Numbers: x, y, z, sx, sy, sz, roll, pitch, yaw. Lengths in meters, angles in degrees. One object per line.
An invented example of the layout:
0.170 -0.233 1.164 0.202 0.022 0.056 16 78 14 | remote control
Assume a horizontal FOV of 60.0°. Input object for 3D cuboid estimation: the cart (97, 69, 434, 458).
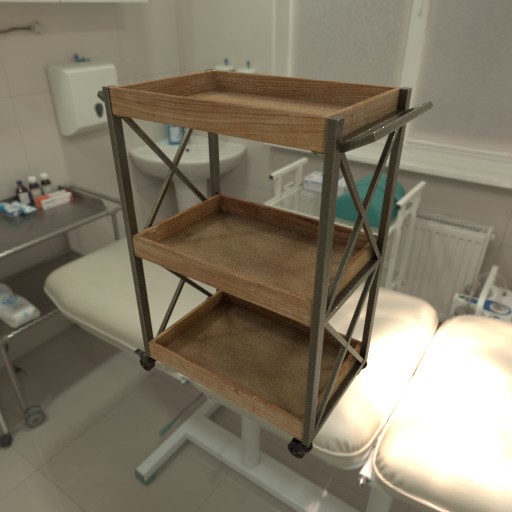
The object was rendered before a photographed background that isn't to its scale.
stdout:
0.000 0.000 1.159 0.673 0.835 0.377 19 35 30 | cart
